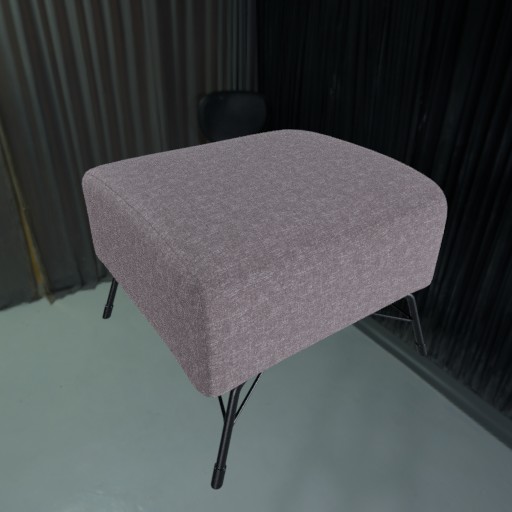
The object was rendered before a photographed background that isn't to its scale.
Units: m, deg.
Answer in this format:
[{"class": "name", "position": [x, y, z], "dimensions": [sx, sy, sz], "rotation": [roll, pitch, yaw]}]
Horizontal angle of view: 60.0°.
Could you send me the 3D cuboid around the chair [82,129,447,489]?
[{"class": "chair", "position": [0.000, 0.000, 0.898], "dimensions": [0.530, 0.410, 0.530], "rotation": [-20, 36, -30]}]
